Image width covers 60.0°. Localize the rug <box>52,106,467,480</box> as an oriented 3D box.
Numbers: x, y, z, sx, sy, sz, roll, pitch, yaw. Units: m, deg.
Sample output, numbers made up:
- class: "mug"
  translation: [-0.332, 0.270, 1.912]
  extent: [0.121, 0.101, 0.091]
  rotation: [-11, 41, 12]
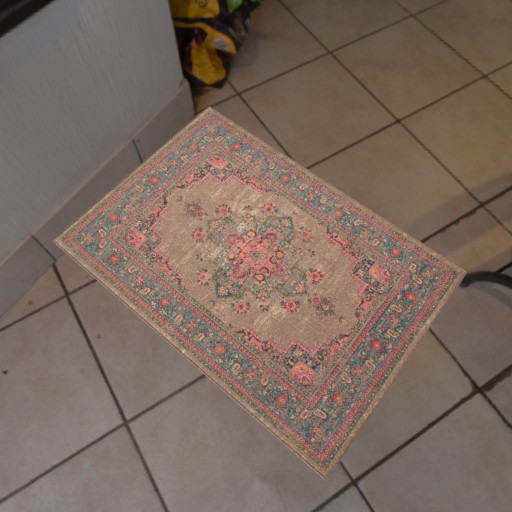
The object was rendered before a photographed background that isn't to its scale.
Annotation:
- class: "rug"
  translation: [0.000, 0.000, 3.736]
  extent: [2.890, 0.013, 2.005]
  rotation: [37, 69, 16]
